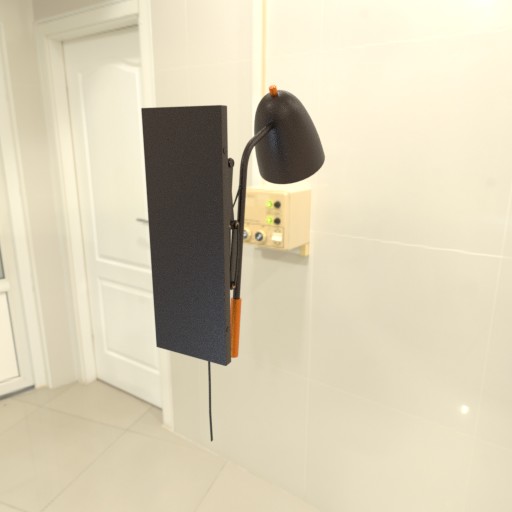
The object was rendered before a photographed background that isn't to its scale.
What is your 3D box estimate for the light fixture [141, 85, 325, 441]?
[{"bbox_3d":[0.000,0.000,0.967,0.162,0.715,0.499,8,17,27],"label":"light fixture"}]
